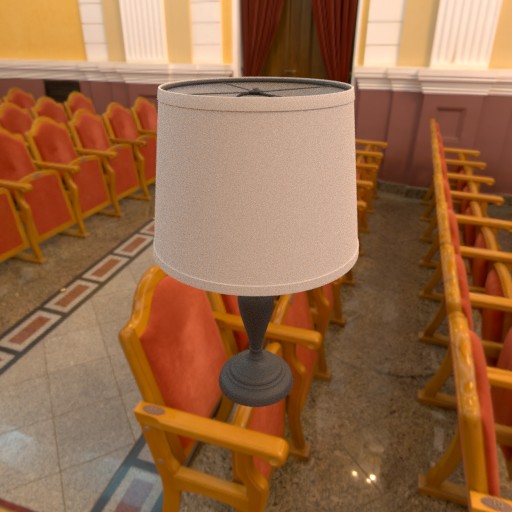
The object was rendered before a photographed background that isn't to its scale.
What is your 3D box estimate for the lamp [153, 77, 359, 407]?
[{"bbox_3d":[0.000,0.000,0.693,0.310,0.501,0.310,0,27,0],"label":"lamp"}]
